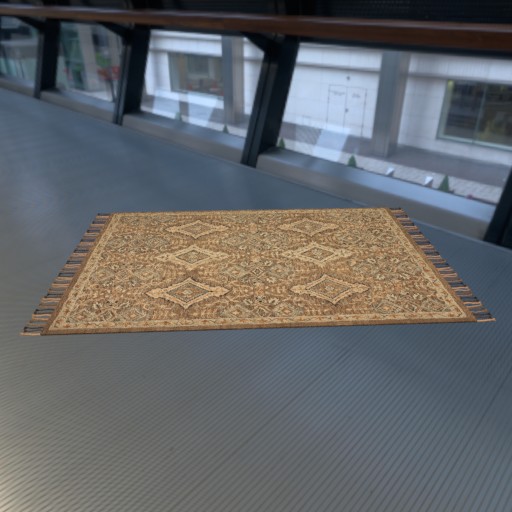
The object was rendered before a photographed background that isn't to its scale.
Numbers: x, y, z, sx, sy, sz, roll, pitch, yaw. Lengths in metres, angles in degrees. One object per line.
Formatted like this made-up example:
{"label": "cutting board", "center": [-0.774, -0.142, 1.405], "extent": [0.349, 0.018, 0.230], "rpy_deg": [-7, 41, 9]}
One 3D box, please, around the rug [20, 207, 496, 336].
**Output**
{"label": "rug", "center": [0.000, 0.000, 2.919], "extent": [2.434, 0.010, 1.516], "rpy_deg": [-1, 29, -2]}
